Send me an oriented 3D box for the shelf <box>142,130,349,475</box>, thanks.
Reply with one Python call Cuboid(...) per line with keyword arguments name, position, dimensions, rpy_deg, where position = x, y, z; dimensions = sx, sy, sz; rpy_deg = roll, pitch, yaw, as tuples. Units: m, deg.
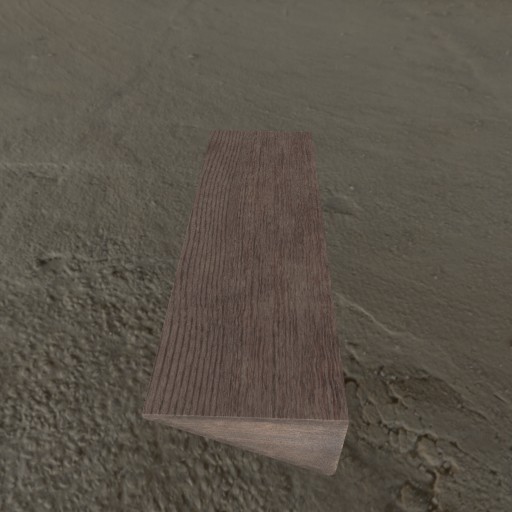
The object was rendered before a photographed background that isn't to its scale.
Cuboid(name="shelf", position=(0.000, 0.000, 0.695), dimensions=(0.200, 0.125, 0.610), rpy_deg=(1, 42, 1))
